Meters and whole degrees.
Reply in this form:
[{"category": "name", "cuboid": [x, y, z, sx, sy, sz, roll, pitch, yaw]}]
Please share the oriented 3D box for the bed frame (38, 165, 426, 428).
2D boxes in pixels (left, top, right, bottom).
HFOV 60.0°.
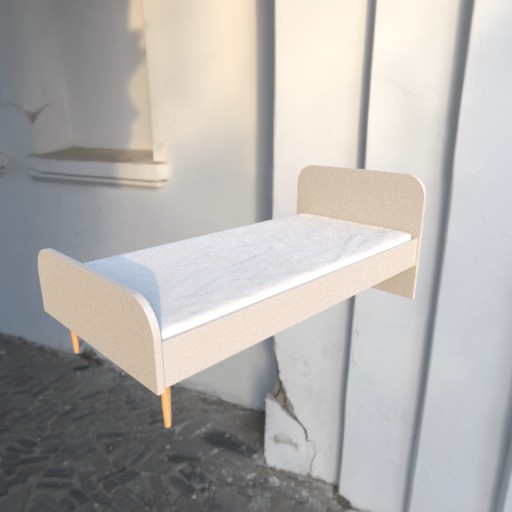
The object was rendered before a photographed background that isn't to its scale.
[{"category": "bed frame", "cuboid": [0.000, 0.000, 2.468, 0.998, 0.805, 1.963, 17, 24, 42]}]
